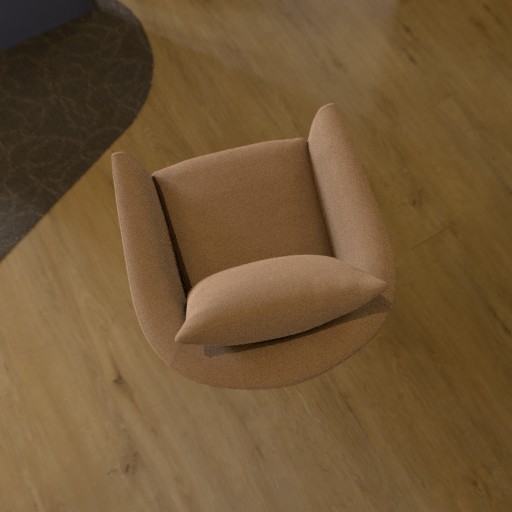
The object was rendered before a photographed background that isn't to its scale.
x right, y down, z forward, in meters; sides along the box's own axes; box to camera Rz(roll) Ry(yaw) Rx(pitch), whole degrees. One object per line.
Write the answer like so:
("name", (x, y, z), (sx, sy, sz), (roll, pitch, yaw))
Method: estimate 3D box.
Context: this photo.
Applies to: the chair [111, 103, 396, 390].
("chair", (0.000, 0.000, 1.613), (0.845, 0.848, 0.910), (-14, 77, -3))
